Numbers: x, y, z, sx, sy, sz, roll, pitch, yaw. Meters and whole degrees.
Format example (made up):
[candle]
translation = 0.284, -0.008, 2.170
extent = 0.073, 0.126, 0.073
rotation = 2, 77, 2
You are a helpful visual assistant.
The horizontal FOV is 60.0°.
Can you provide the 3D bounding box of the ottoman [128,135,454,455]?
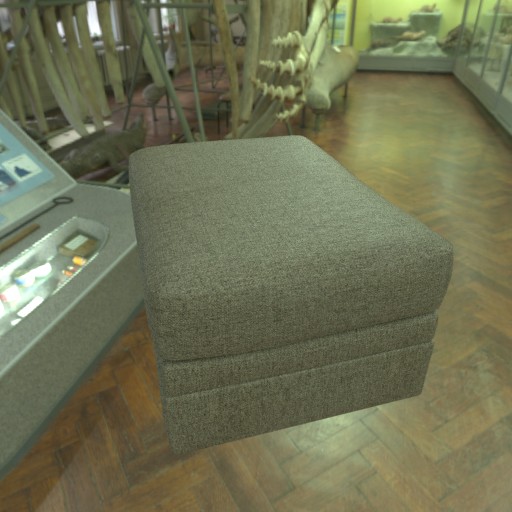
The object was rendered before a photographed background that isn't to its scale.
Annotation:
[ottoman]
translation = 0.000, 0.000, 1.256
extent = 0.637, 0.478, 0.885
rotation = -8, 31, -14
